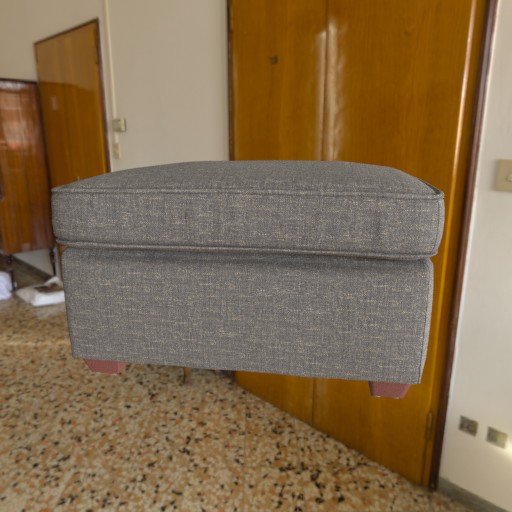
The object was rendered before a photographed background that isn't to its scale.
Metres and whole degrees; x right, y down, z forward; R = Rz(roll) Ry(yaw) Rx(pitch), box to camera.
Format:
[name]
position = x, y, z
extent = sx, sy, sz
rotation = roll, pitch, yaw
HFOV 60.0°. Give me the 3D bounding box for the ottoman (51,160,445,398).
[ottoman]
position = 0.000, 0.000, 1.077
extent = 0.749, 0.450, 0.549
rotation = 2, 15, 9
